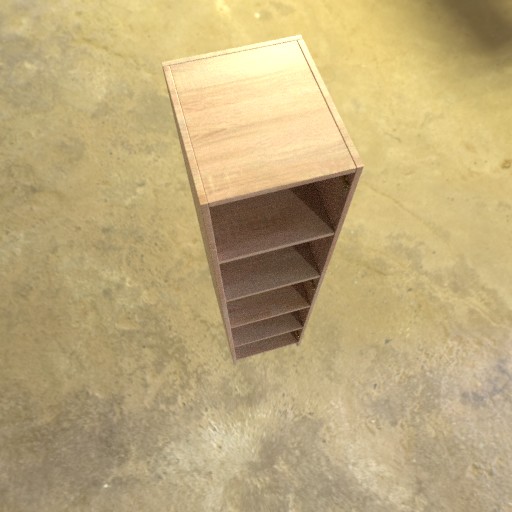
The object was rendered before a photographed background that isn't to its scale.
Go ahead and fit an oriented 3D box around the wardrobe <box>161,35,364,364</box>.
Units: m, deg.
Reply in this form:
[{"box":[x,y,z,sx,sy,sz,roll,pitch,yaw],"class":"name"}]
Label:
[{"box":[0.000,0.000,2.351,0.496,2.117,0.588,-14,65,-7],"class":"wardrobe"}]
